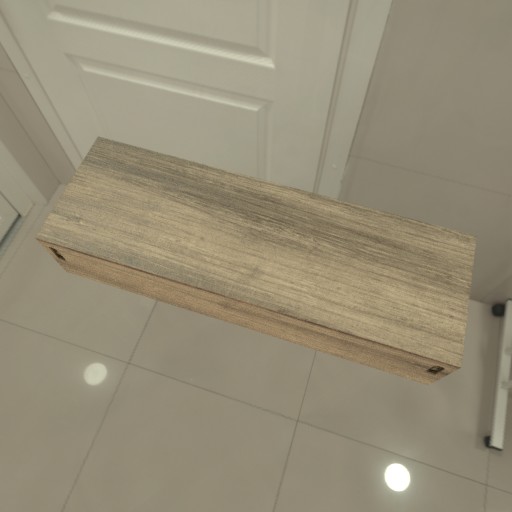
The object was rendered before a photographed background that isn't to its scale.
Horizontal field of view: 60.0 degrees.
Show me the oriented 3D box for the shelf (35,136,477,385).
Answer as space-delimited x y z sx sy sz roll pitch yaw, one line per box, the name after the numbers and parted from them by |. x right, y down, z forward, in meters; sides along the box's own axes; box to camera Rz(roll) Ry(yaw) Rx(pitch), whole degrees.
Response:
0.000 0.000 0.699 0.610 0.125 0.200 16 65 8 | shelf
